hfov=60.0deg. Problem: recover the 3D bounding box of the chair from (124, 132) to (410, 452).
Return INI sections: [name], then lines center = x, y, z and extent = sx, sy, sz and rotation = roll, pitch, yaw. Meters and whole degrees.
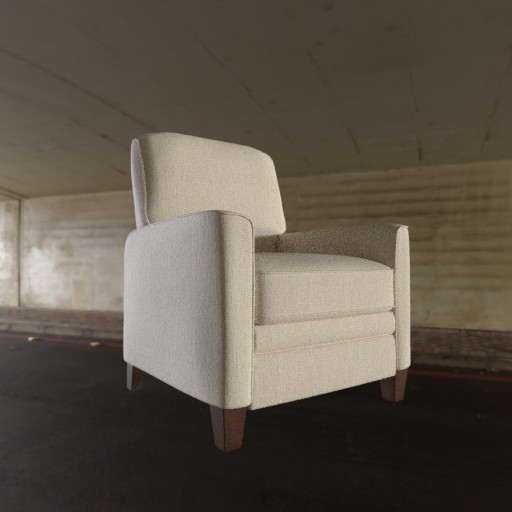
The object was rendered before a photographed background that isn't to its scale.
[chair]
center = 0.000, 0.000, 1.671
extent = 0.841, 1.028, 0.858
rotation = 0, -1, -36
